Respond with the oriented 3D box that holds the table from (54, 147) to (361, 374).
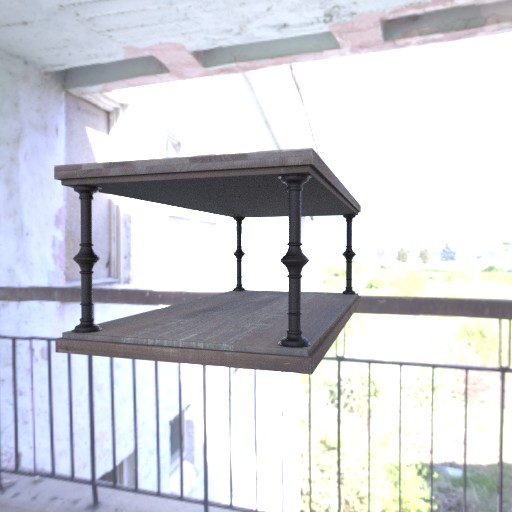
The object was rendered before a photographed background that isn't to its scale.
[{"bbox_3d":[0.000,0.000,1.379,0.554,0.399,1.088,0,1,18],"label":"table"}]
